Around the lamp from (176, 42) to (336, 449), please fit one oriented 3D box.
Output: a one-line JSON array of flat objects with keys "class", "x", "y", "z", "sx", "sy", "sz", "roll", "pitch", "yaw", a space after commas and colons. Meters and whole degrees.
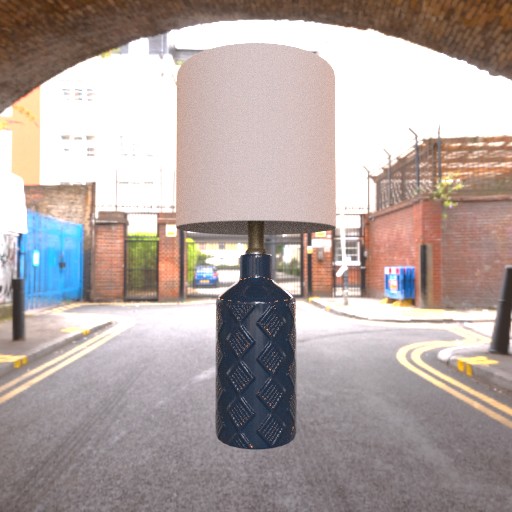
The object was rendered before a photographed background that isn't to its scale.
[{"class": "lamp", "x": 0.000, "y": 0.000, "z": 0.579, "sx": 0.207, "sy": 0.461, "sz": 0.207, "roll": -1, "pitch": -2, "yaw": 36}]
